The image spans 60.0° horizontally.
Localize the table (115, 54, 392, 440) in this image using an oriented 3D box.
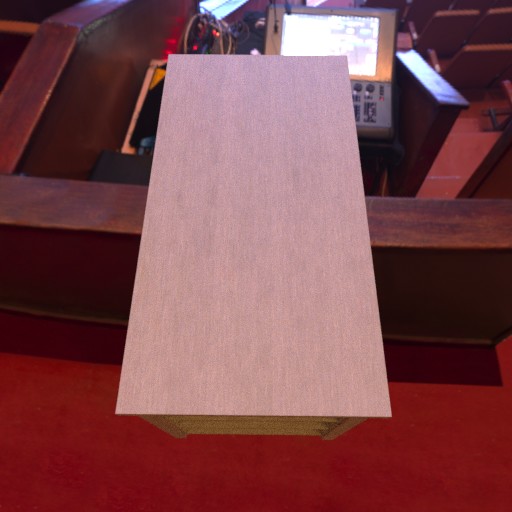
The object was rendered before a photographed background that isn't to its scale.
[{"bbox_3d":[0.000,0.000,1.877,0.729,0.874,1.397,1,63,0],"label":"table"}]
